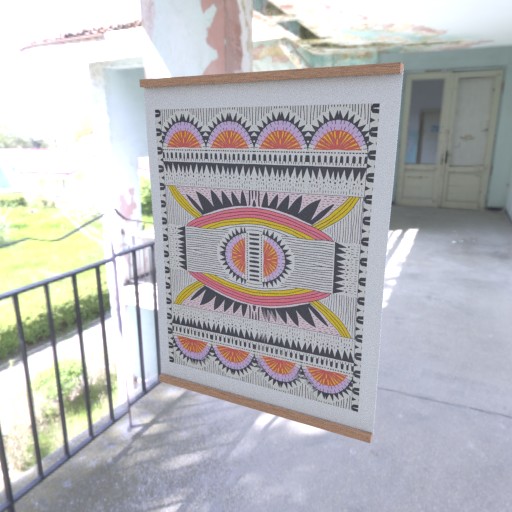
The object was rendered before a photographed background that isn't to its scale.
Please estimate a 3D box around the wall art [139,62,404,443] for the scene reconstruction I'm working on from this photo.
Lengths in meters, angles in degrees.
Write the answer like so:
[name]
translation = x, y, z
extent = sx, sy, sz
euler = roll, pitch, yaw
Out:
[wall art]
translation = 0.000, 0.000, 0.793
extent = 0.456, 0.609, 0.028
euler = 7, 17, 25
